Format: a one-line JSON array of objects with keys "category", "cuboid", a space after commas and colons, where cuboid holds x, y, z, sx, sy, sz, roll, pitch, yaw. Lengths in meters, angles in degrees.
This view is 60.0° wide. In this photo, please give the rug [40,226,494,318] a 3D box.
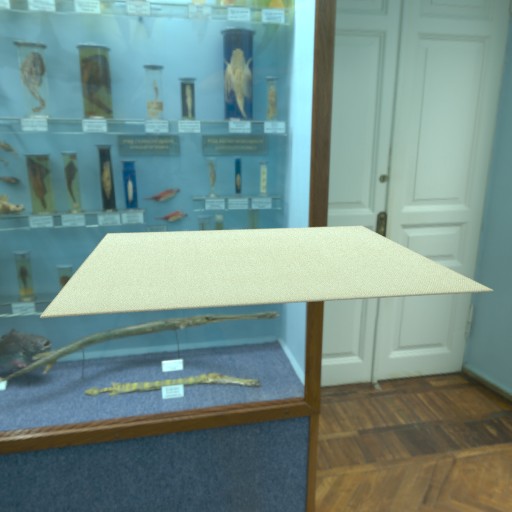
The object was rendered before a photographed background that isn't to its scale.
[{"category": "rug", "cuboid": [0.000, 0.000, 4.082, 3.039, 0.018, 2.462, -2, 15, -9]}]
